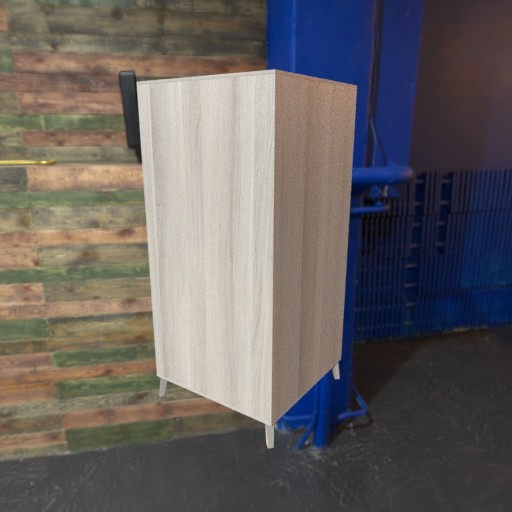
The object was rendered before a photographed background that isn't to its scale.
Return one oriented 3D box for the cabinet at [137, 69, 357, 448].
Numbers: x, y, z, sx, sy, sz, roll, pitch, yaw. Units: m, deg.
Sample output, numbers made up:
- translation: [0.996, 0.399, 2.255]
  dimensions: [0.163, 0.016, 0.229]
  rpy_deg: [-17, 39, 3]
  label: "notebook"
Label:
- translation: [0.000, 0.000, 2.653]
  dimensions: [1.272, 1.957, 0.969]
  rpy_deg: [-3, 16, -10]
  label: "cabinet"
